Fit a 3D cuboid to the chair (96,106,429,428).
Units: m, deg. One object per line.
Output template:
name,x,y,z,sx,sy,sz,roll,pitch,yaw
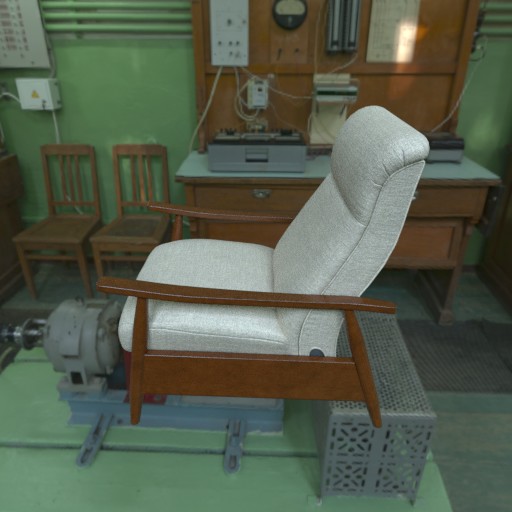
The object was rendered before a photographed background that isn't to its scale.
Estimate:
chair,0.000,0.000,1.769,1.014,1.082,0.762,0,27,1
